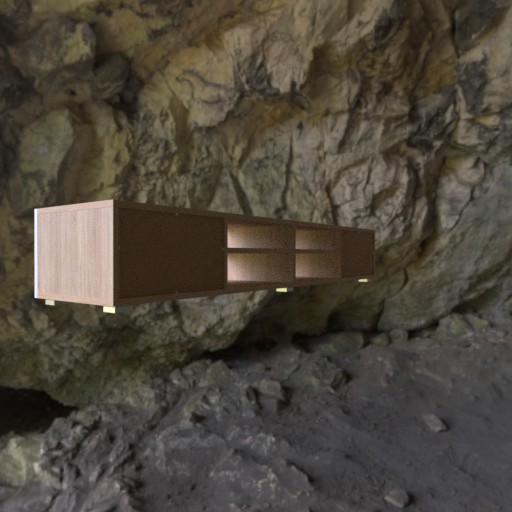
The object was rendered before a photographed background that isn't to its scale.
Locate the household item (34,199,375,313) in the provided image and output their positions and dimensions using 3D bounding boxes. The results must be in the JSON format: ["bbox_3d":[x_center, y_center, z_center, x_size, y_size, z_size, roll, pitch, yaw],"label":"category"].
[{"bbox_3d":[0.000,0.000,2.059,0.420,0.310,1.850,0,0,37],"label":"household item"}]
